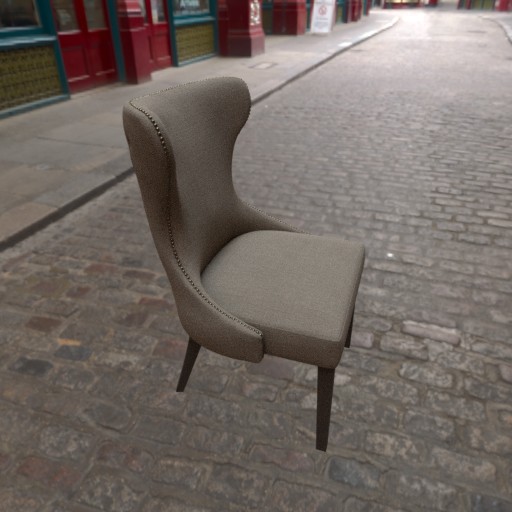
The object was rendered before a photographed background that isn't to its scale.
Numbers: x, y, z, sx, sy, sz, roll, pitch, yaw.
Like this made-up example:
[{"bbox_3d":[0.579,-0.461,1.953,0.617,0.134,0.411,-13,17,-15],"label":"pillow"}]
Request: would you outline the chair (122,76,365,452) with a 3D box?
[{"bbox_3d":[0.000,0.000,1.380,0.635,0.967,0.628,10,31,16],"label":"chair"}]
